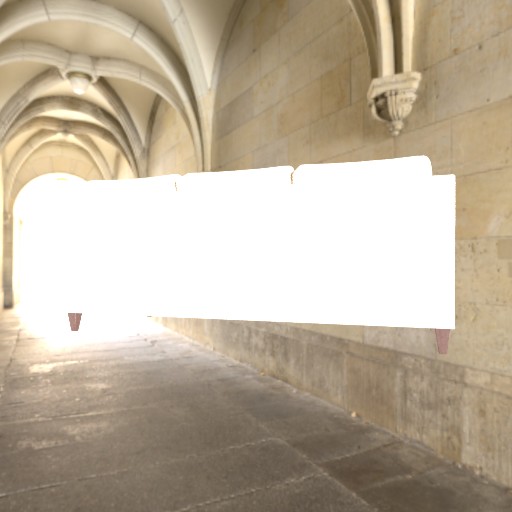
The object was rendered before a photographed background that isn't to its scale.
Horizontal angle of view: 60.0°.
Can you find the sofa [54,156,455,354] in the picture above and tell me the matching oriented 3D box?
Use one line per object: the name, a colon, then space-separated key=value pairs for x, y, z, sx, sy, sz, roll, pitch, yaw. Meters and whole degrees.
sofa: x=0.000 y=0.000 z=2.783 sx=2.210 sy=0.940 sz=1.041 roll=0 pitch=-1 yaw=19
